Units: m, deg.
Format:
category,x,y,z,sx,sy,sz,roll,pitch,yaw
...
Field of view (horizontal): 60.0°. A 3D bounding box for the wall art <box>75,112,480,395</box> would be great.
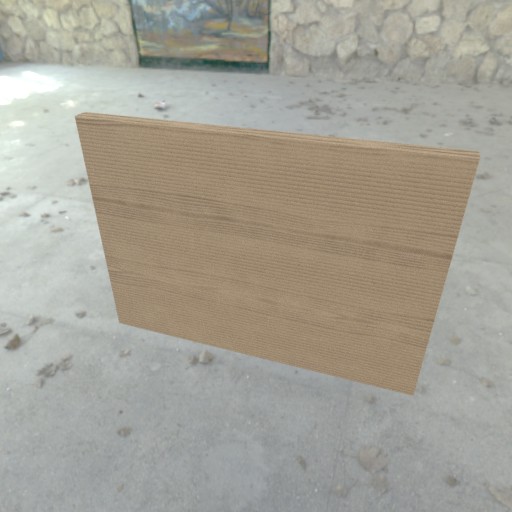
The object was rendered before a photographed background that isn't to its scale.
category,x,y,z,sx,sy,sz,roll,pitch,yaw
wall art,0.000,0.000,1.069,0.841,0.609,0.063,10,34,16
